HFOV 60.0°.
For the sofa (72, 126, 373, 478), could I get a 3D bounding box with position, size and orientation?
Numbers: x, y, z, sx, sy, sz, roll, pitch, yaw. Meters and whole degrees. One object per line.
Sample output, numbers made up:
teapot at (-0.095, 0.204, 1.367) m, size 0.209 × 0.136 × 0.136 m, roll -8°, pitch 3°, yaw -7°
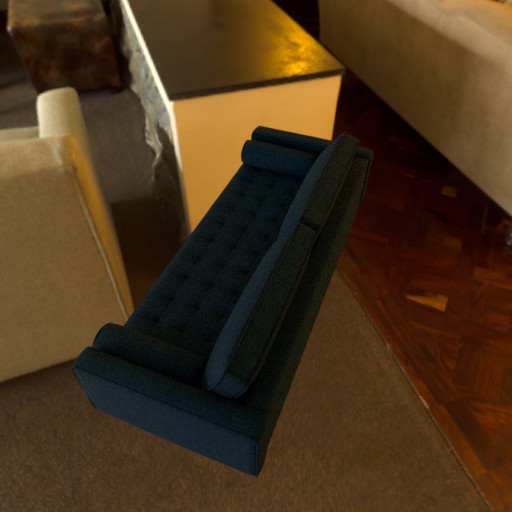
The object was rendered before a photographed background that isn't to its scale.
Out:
sofa at (0.000, 0.000, 2.660) m, size 0.914 × 0.762 × 2.210 m, roll 16°, pitch 48°, yaw 15°
